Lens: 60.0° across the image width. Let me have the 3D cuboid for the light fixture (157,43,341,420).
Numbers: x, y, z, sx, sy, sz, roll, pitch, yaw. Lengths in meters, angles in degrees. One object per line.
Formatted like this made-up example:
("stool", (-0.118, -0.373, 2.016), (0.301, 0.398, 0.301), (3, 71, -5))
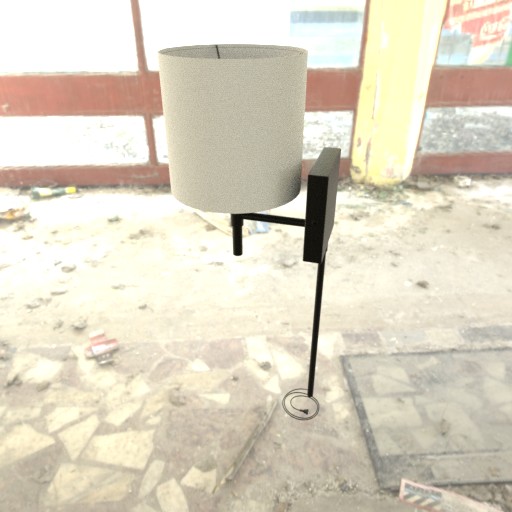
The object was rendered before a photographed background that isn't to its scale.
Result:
("light fixture", (0.000, 0.000, 0.699), (0.248, 0.589, 0.188), (8, 31, 14))
